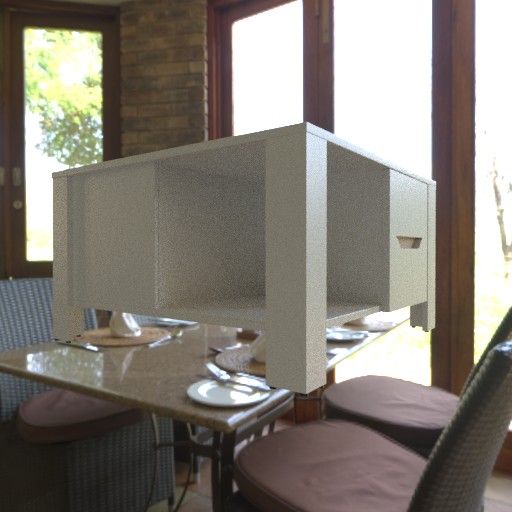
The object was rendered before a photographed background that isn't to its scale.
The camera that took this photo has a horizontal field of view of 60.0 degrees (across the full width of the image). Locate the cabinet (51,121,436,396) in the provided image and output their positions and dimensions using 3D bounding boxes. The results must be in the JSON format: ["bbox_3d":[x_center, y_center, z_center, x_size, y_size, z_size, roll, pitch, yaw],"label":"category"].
[{"bbox_3d":[0.000,0.000,1.296,0.800,0.460,0.800,0,1,37],"label":"cabinet"}]
